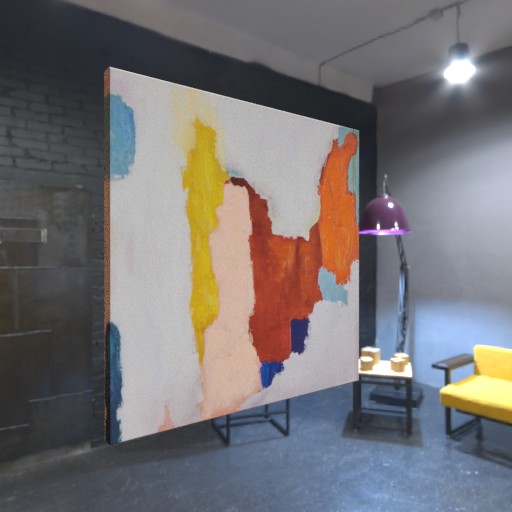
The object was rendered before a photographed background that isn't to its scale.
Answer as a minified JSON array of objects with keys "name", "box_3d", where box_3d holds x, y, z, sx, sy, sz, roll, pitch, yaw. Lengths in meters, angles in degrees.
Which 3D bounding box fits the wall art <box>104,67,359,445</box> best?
[{"name":"wall art","box_3d":[0.000,0.000,1.511,1.017,1.017,0.044,0,0,-37]}]
